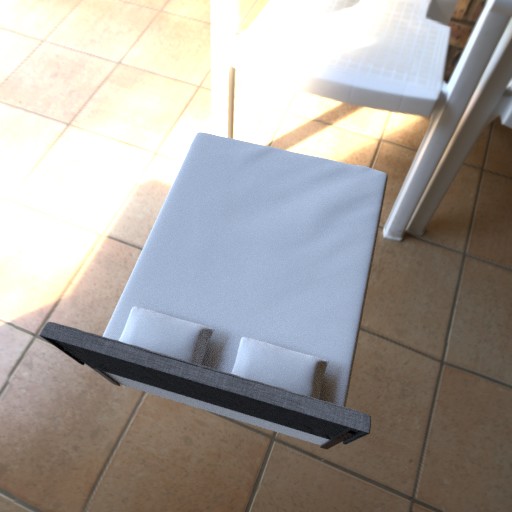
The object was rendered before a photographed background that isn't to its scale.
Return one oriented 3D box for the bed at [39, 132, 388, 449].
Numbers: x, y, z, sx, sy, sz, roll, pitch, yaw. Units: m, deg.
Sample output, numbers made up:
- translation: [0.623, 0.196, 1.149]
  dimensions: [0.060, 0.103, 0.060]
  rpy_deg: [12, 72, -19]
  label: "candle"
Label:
- translation: [0.000, 0.000, 2.945]
  dimensions: [1.621, 1.168, 1.958]
  rpy_deg: [14, 63, 7]
  label: "bed"
